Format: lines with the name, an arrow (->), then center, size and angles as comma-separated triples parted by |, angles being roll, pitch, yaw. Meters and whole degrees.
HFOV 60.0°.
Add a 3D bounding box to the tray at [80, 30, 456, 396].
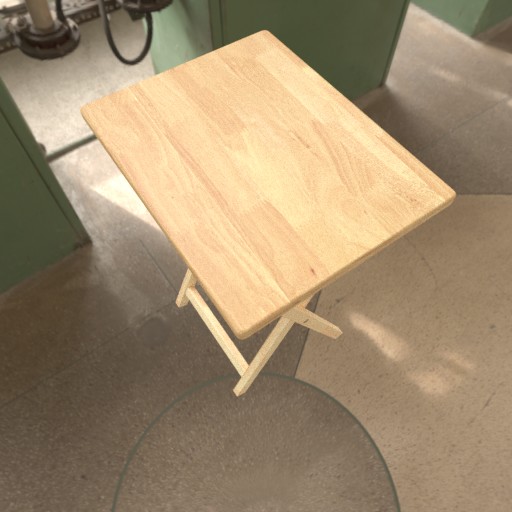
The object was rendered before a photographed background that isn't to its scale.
tray -> 0.000, 0.000, 0.968 | 0.381, 0.660, 0.483 | -31, 64, -17
